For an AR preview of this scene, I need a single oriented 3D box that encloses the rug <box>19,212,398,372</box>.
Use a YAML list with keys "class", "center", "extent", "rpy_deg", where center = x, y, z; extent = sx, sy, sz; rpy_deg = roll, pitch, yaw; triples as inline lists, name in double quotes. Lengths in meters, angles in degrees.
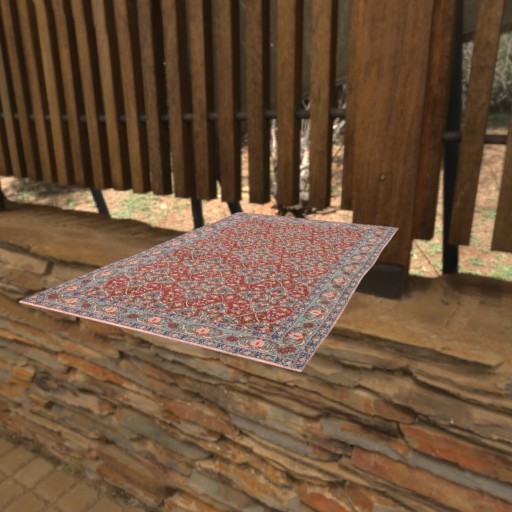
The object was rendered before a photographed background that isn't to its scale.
- class: "rug"
  center: [0.000, 0.000, 3.002]
  extent: [1.533, 0.011, 2.439]
  rpy_deg: [8, 19, 24]
